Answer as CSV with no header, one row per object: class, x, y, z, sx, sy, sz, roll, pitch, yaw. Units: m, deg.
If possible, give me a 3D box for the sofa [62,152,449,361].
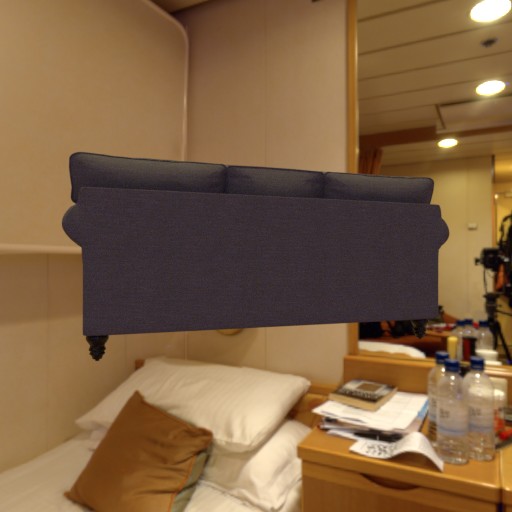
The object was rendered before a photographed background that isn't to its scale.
sofa,0.000,0.000,2.650,2.084,0.966,0.909,0,-1,-19
